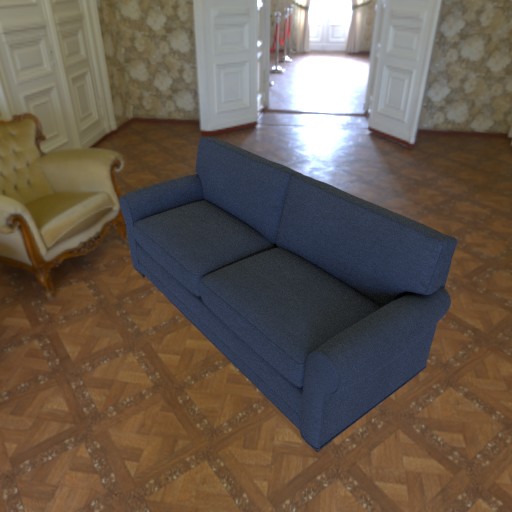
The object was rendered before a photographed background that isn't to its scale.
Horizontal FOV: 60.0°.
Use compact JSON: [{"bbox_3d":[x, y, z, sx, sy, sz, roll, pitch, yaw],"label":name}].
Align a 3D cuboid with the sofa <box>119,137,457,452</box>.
[{"bbox_3d":[0.000,0.000,2.966,0.954,1.026,2.391,-22,38,-32],"label":"sofa"}]
